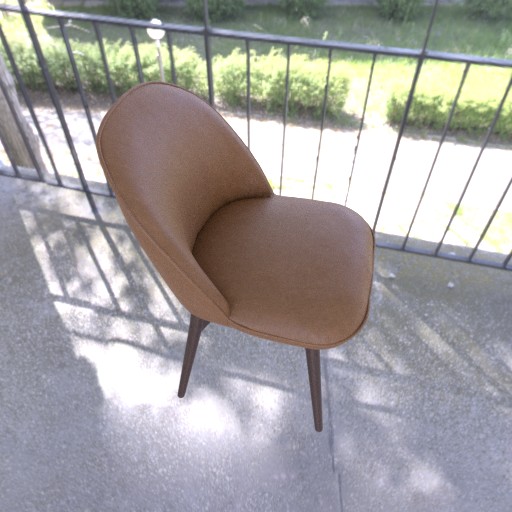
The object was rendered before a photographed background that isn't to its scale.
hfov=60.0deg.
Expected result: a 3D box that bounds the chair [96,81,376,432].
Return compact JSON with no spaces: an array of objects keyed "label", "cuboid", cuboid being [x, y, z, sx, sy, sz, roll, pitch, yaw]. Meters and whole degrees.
[{"label":"chair","cuboid":[0.000,0.000,1.213,0.631,0.831,0.521,10,47,10]}]
